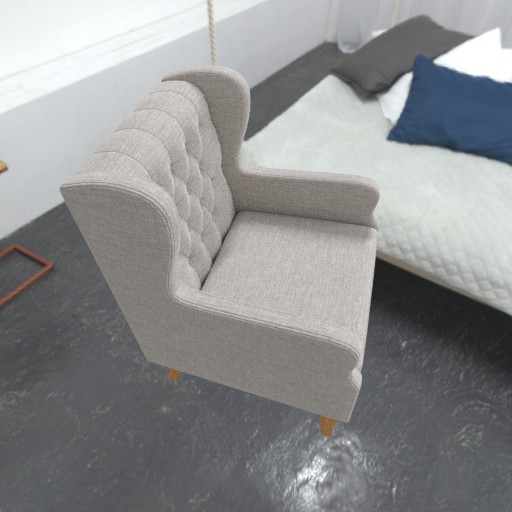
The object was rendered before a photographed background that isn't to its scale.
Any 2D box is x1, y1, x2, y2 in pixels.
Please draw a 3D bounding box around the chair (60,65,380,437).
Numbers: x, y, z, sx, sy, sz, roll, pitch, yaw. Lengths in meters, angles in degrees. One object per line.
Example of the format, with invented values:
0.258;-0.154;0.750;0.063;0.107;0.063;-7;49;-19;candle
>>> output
0.000;0.000;1.429;0.760;0.930;0.710;11;47;10;chair
